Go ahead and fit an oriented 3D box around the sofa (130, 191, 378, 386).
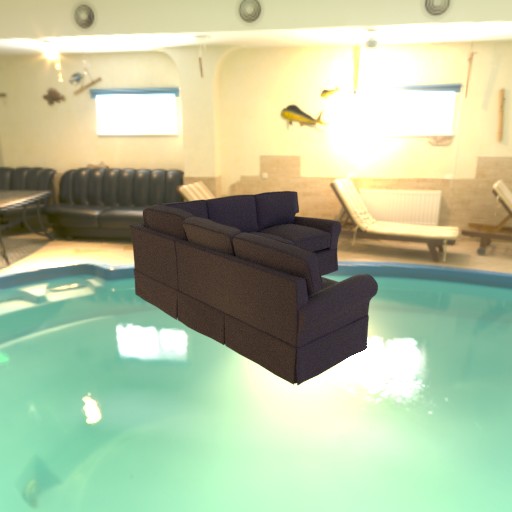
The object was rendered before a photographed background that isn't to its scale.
[{"bbox_3d":[0.000,0.000,5.133,2.874,1.169,3.773,-3,16,-10],"label":"sofa"}]
